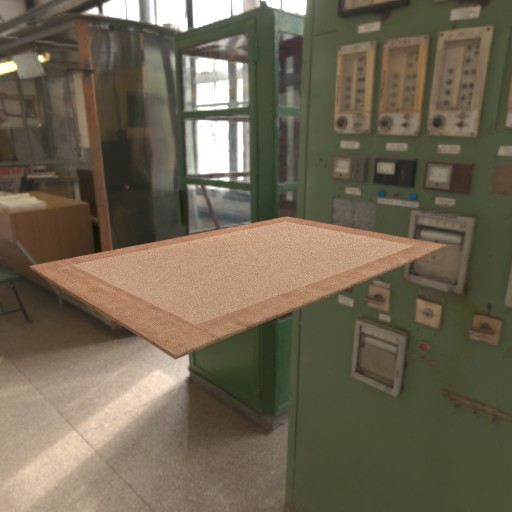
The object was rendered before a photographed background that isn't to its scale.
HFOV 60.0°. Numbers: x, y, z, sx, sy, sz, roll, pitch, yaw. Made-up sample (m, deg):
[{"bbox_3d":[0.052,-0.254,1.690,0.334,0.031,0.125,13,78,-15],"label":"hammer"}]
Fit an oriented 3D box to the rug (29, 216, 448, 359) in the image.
[{"bbox_3d":[0.000,0.000,2.298,1.829,0.014,1.219,-15,21,-42],"label":"rug"}]
